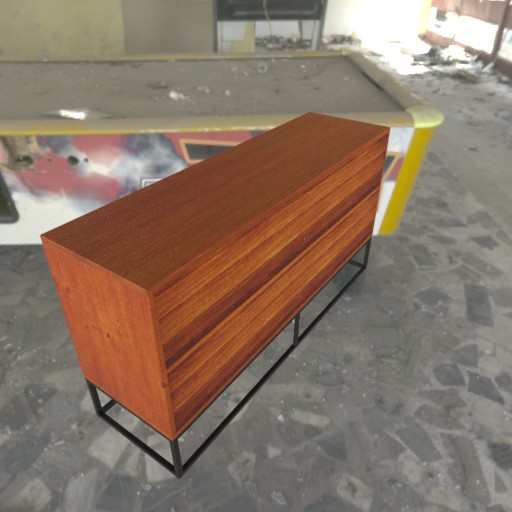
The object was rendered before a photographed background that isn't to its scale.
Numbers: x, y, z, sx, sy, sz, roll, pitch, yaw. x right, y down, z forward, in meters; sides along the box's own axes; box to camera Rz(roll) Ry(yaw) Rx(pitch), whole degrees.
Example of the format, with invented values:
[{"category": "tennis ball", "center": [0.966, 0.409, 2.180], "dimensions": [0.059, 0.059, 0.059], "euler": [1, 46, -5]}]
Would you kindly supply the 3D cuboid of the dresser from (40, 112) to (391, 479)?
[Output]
[{"category": "dresser", "center": [0.000, 0.000, 1.906], "dimensions": [0.464, 0.810, 1.536], "euler": [22, 39, 29]}]
